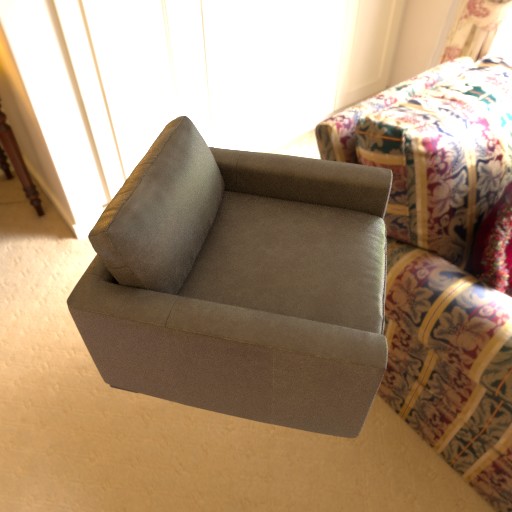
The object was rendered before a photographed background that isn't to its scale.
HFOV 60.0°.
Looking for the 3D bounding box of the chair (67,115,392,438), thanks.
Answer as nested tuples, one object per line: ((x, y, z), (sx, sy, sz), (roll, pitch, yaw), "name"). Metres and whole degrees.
((0.000, 0.000, 1.856), (1.080, 0.807, 1.106), (9, 46, 9), "chair")
